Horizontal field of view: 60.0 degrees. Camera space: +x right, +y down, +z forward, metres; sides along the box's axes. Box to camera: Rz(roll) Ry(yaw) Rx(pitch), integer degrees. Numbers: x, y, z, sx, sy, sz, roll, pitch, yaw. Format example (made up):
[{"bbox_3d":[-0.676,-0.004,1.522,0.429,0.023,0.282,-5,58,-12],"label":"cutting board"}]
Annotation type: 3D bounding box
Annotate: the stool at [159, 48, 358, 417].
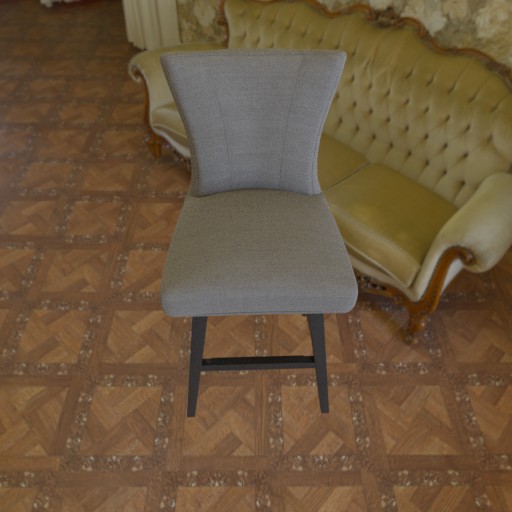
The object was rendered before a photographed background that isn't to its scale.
[{"bbox_3d":[0.000,0.000,1.407,0.514,1.086,0.574,-1,46,-1],"label":"stool"}]
